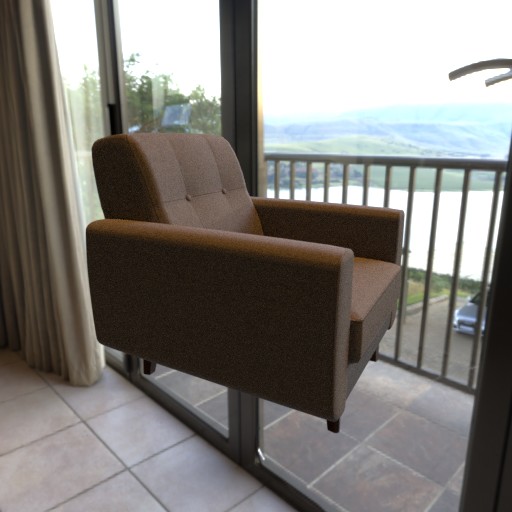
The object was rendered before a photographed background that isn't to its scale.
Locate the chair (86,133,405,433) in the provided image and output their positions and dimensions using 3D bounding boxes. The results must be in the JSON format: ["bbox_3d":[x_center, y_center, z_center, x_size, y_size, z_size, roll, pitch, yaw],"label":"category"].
[{"bbox_3d":[0.000,0.000,1.562,0.907,0.839,0.831,8,17,27],"label":"chair"}]
